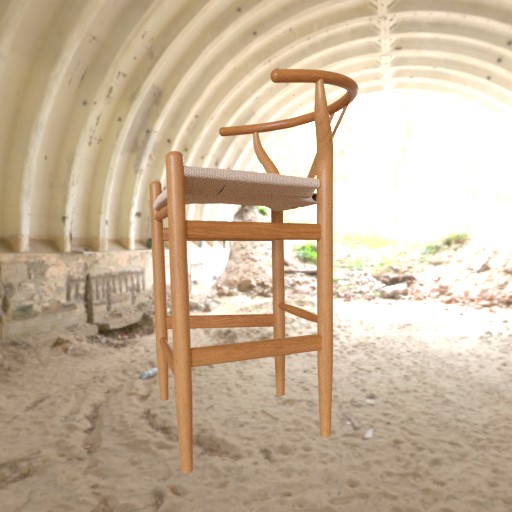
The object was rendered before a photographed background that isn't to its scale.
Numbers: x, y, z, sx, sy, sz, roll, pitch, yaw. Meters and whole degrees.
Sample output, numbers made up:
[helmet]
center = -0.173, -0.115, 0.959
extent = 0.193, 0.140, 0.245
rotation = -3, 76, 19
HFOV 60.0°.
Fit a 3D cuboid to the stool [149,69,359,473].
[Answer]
[stool]
center = 0.000, 0.000, 1.315
extent = 0.579, 0.970, 0.569
rotation = 0, 2, -18
